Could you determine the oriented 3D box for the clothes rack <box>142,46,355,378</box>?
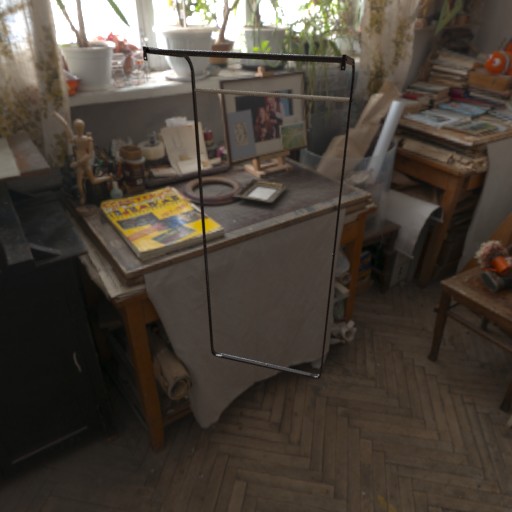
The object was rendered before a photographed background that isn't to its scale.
[{"bbox_3d":[0.000,0.000,1.806,0.609,1.574,0.349,9,33,14],"label":"clothes rack"}]
